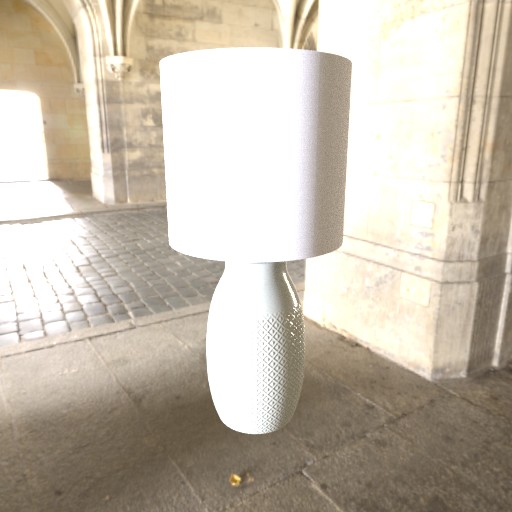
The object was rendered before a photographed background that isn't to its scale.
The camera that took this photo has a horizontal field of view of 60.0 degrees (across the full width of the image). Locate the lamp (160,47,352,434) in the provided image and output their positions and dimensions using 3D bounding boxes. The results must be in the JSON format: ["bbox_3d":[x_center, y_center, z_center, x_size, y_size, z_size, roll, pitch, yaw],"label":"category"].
[{"bbox_3d":[0.000,0.000,0.568,0.217,0.453,0.217,3,15,10],"label":"lamp"}]
